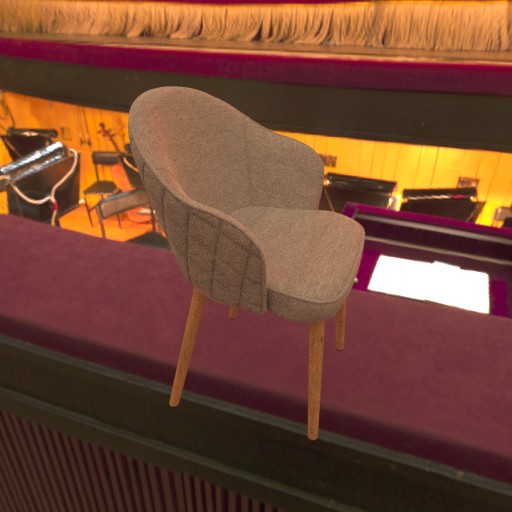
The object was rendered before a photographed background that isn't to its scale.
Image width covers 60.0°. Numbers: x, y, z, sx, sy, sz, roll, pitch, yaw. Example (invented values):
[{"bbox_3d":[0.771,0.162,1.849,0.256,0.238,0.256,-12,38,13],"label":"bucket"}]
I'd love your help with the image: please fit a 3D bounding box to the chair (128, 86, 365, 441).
[{"bbox_3d":[0.000,0.000,1.160,0.530,0.800,0.540,11,32,17],"label":"chair"}]
